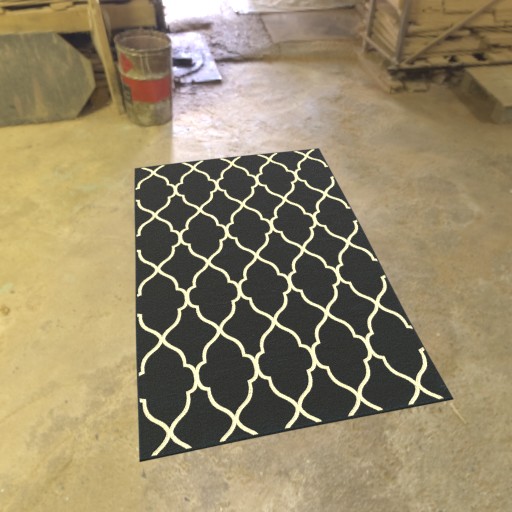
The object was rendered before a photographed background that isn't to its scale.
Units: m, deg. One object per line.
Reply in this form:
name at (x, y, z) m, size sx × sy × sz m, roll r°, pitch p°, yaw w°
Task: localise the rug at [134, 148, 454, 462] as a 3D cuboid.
rug at (0.000, 0.000, 2.848) m, size 1.528 × 0.014 × 2.294 m, roll -8°, pitch 46°, yaw -8°
